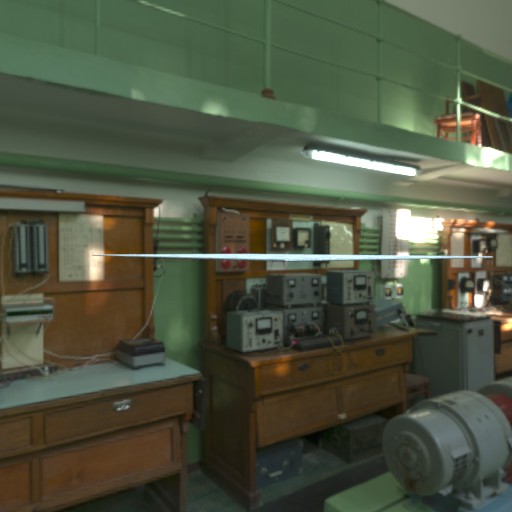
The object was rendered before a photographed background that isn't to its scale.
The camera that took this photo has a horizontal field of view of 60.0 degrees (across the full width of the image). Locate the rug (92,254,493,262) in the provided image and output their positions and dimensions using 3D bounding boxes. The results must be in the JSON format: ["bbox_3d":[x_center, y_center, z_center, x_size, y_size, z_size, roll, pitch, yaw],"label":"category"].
[{"bbox_3d":[0.000,0.000,3.036,1.512,0.009,2.457,0,1,-36],"label":"rug"}]
